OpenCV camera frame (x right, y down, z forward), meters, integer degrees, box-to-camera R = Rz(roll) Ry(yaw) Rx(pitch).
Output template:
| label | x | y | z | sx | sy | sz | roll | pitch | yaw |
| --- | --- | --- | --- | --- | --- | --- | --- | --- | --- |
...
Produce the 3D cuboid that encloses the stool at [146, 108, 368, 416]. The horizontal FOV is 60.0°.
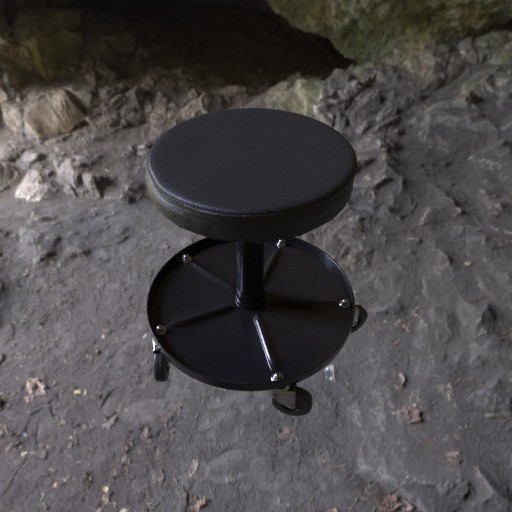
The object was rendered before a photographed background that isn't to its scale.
| label | x | y | z | sx | sy | sz | roll | pitch | yaw |
| --- | --- | --- | --- | --- | --- | --- | --- | --- | --- |
| stool | 0.000 | 0.000 | 0.690 | 0.382 | 0.365 | 0.381 | -13 | 43 | -14 |
